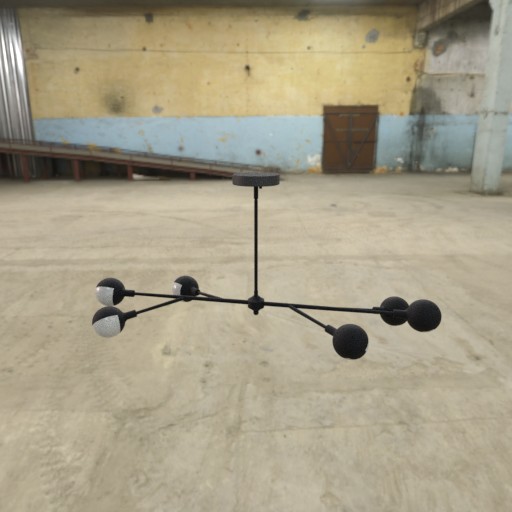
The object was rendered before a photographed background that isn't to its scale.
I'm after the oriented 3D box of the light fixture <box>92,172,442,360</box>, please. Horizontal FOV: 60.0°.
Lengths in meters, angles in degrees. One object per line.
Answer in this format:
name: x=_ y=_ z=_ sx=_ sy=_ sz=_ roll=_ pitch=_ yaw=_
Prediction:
light fixture: x=0.000 y=0.000 z=0.993 sx=0.778 sy=0.362 sz=0.434 roll=8 pitch=17 yaw=26
